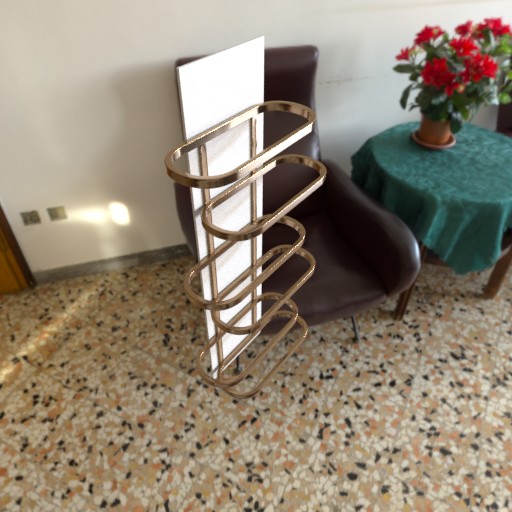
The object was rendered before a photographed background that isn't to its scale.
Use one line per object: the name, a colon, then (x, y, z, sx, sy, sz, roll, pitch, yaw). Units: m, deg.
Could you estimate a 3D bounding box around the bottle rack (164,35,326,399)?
bottle rack: (0.000, 0.000, 0.830, 0.118, 0.709, 0.332, 27, 48, 27)
